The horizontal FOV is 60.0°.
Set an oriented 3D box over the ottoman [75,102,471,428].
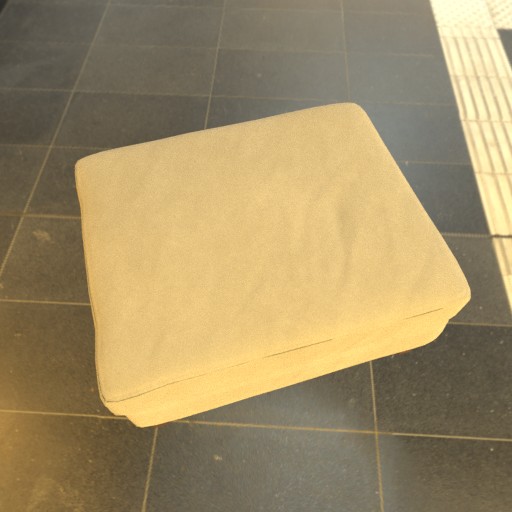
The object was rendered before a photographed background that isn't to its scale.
[{"bbox_3d":[0.000,0.000,1.463,1.002,0.492,0.836,-14,60,-8],"label":"ottoman"}]
